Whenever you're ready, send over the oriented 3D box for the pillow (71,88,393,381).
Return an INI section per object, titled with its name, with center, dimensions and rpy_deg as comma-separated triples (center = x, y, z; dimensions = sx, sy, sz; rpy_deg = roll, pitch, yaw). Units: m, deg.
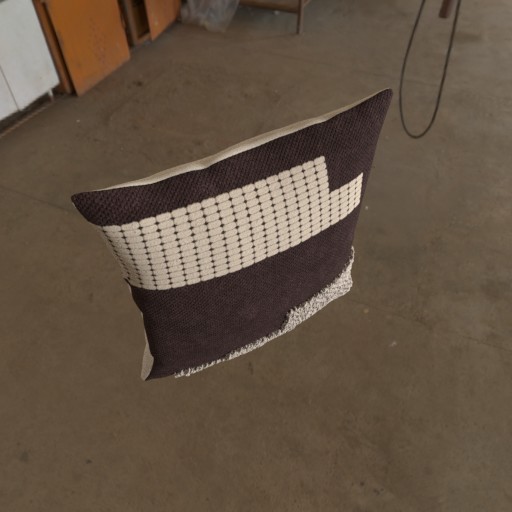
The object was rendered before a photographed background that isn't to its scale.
[pillow]
center = 0.000, 0.000, 0.733
dimensions = 0.475, 0.473, 0.178
rpy_deg = -24, 52, -20
